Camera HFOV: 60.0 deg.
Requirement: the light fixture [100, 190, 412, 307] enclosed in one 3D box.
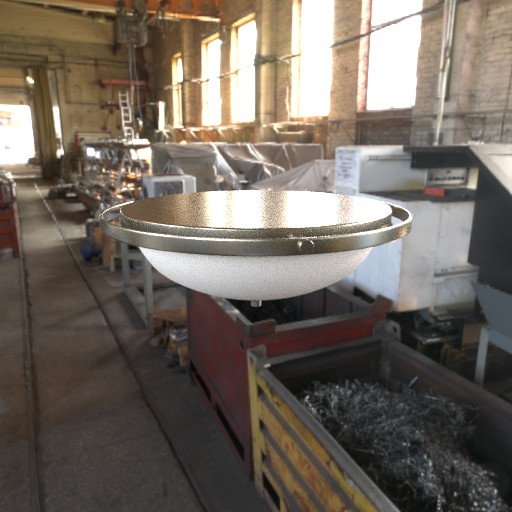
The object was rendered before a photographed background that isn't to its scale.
[{"bbox_3d":[0.000,0.000,0.555,0.361,0.130,0.361,0,14,0],"label":"light fixture"}]
